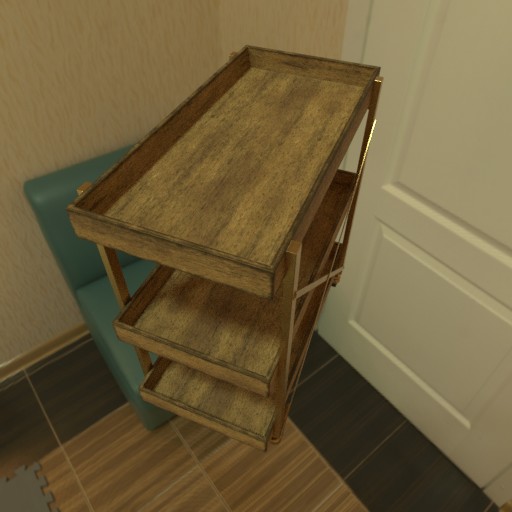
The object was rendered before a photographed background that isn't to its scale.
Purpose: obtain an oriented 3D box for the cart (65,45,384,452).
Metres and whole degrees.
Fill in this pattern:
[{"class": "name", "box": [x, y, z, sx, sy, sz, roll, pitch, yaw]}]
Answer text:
[{"class": "cart", "box": [0.000, 0.000, 1.210, 0.416, 0.799, 0.750, 17, 48, 15]}]
